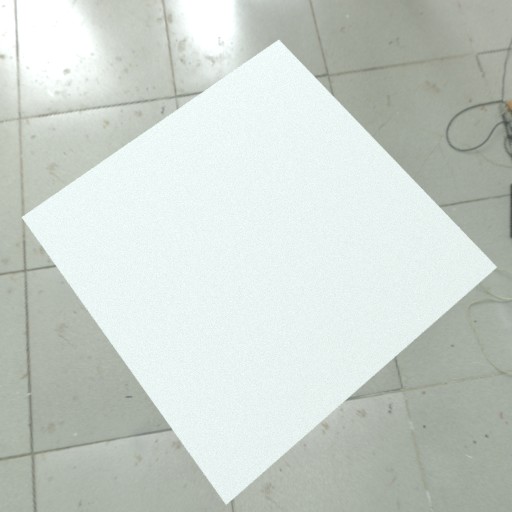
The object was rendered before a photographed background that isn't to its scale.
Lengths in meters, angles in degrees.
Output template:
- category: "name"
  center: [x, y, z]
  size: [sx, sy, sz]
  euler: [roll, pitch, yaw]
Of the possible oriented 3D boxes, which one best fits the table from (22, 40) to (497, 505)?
- category: "table"
  center: [0.000, 0.000, 1.313]
  size: [0.890, 0.305, 0.890]
  euler: [-38, 79, -9]
